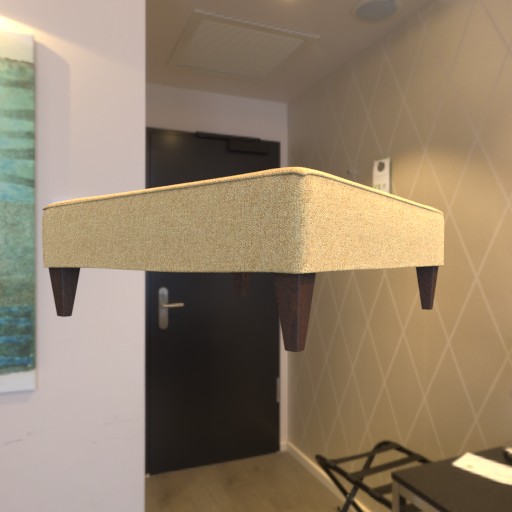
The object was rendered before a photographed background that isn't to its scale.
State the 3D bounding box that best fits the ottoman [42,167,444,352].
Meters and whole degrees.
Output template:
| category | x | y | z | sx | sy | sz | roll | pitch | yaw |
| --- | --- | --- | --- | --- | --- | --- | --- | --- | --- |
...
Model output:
| category | x | y | z | sx | sy | sz | roll | pitch | yaw |
| --- | --- | --- | --- | --- | --- | --- | --- | --- | --- |
| ottoman | 0.000 | 0.000 | 1.484 | 0.970 | 0.378 | 0.981 | 0 | 0 | 37 |
